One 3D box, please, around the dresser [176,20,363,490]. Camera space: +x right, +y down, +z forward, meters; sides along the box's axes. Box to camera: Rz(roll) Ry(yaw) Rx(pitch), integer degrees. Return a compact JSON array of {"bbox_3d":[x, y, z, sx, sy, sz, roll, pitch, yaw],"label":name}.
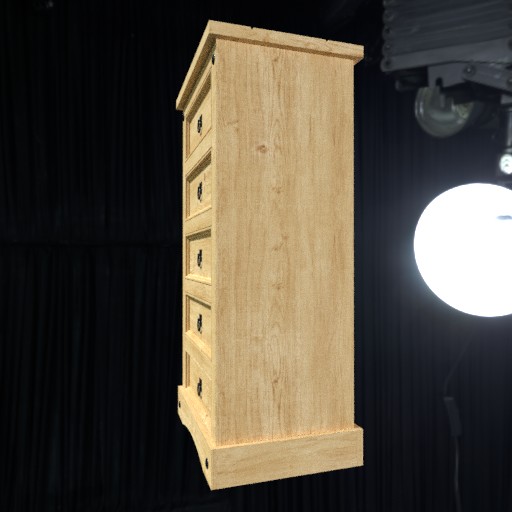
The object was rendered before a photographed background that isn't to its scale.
[{"bbox_3d":[0.000,0.000,1.291,0.390,1.041,0.531,0,0,-18],"label":"dresser"}]
